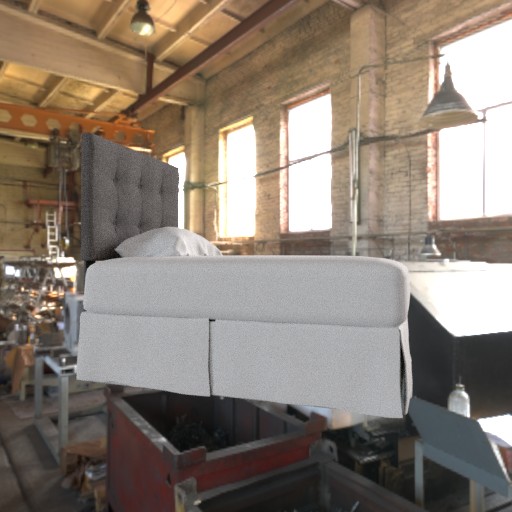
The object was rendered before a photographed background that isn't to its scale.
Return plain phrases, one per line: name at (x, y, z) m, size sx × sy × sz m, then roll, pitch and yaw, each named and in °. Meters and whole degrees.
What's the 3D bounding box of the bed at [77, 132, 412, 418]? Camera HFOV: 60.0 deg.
bed at (0.000, 0.000, 3.005) m, size 1.997 × 1.571 × 1.261 m, roll 0°, pitch -1°, yaw 20°
